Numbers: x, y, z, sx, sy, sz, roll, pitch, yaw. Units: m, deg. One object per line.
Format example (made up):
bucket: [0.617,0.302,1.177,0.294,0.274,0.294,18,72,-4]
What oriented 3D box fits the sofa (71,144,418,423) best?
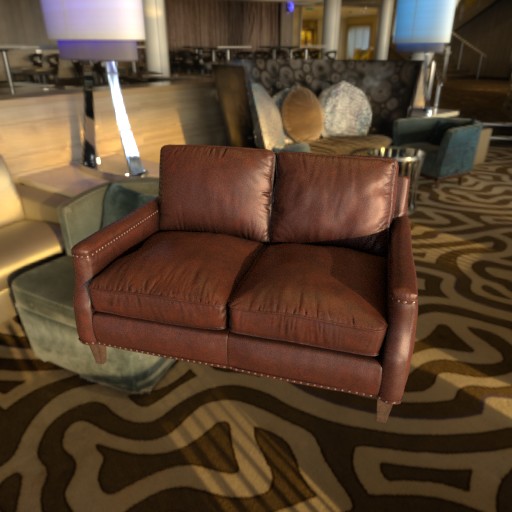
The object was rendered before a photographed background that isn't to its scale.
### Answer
sofa: [0.000,0.000,2.371,1.628,1.003,1.083,7,26,15]
